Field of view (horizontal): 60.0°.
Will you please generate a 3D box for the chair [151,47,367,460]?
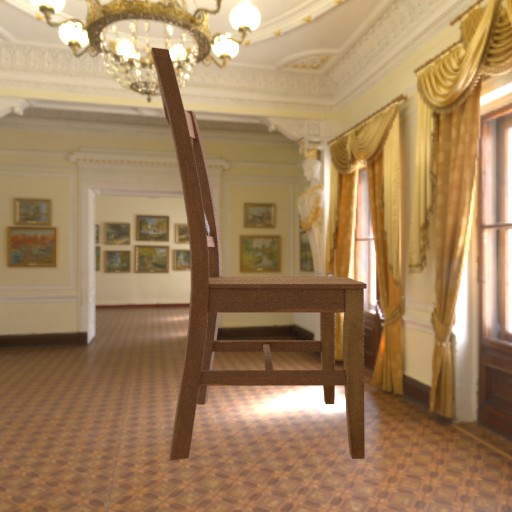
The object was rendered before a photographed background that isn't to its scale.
[{"bbox_3d":[0.000,0.000,1.286,0.542,0.983,0.485,0,0,0],"label":"chair"}]
